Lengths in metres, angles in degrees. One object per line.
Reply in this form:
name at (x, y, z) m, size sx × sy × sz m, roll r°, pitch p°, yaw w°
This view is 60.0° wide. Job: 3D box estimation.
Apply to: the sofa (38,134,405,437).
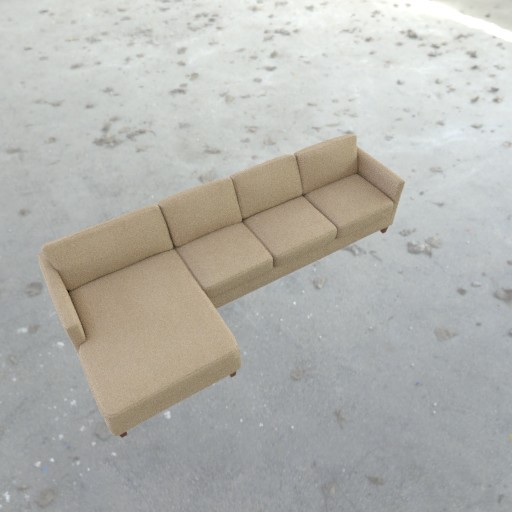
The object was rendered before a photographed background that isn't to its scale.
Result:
sofa at (0.000, 0.000, 3.799) m, size 3.201 × 0.876 × 1.502 m, roll -24°, pitch 51°, yaw -21°
